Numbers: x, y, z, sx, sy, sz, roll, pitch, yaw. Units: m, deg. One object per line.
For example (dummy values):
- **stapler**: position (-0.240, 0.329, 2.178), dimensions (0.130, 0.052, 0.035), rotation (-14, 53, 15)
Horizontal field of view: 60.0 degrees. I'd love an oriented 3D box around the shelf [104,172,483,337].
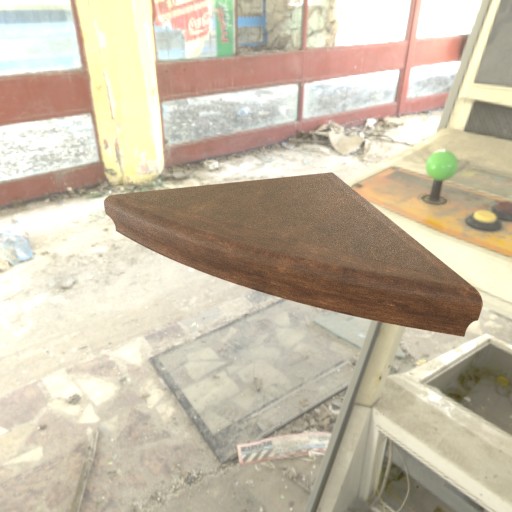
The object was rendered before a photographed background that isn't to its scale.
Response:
- **shelf**: position (0.000, 0.000, 0.470), dimensions (0.310, 0.050, 0.310), rotation (-8, 31, -13)
